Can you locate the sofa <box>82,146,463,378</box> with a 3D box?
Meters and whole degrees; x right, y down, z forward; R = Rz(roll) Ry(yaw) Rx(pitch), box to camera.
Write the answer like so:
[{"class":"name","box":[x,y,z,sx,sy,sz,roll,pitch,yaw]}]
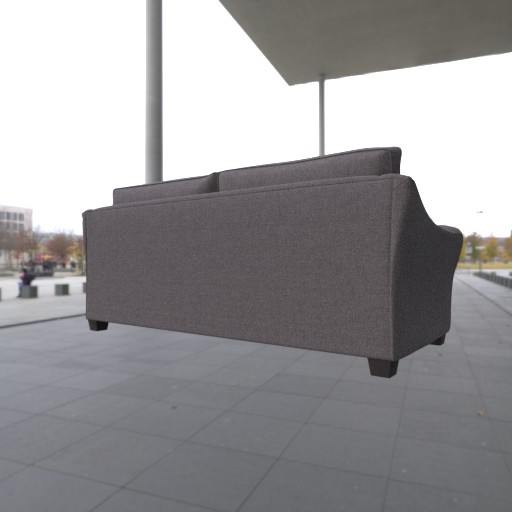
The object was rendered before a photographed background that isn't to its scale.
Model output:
[{"class":"sofa","box":[0.000,0.000,2.719,2.203,0.976,1.013,0,-1,37]}]
